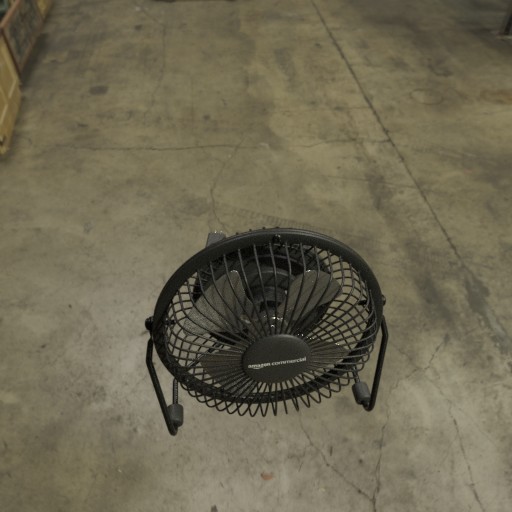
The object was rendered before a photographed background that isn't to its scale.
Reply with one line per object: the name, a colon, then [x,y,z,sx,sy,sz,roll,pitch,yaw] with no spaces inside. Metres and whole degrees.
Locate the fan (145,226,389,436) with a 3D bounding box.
fan: [0.000,0.000,0.317,0.153,0.152,0.202,-5,48,-5]
